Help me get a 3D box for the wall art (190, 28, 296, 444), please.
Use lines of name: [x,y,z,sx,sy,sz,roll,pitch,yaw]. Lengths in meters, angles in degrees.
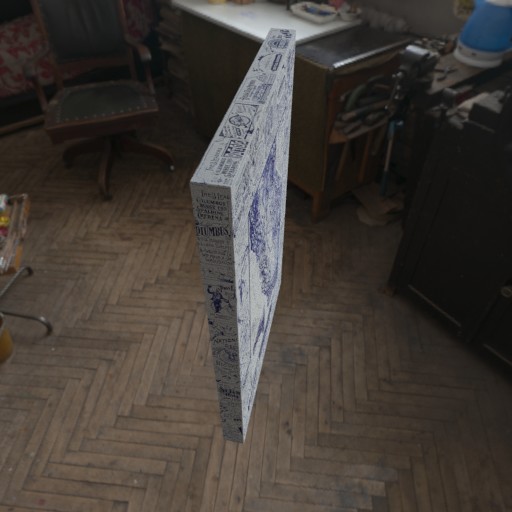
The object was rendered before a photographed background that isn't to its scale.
wall art: [0.000,0.000,0.478,0.025,0.376,0.255,9,47,8]
